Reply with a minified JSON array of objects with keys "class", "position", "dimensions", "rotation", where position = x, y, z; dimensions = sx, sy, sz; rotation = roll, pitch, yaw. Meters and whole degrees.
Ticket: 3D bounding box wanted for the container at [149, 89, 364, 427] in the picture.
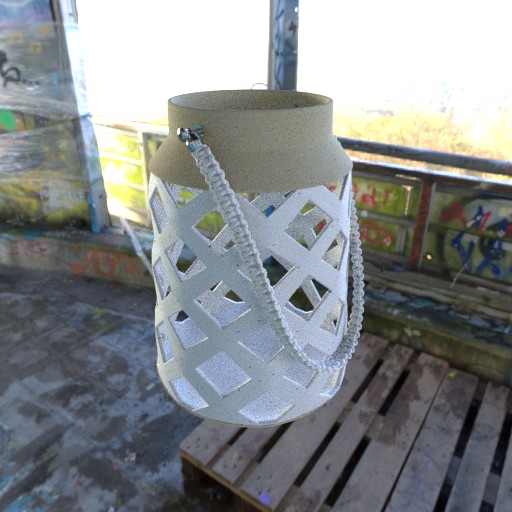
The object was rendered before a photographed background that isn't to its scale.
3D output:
[{"class":"container","position":[0.000,0.000,0.392],"dimensions":[0.198,0.264,0.188],"rotation":[19,32,33]}]
